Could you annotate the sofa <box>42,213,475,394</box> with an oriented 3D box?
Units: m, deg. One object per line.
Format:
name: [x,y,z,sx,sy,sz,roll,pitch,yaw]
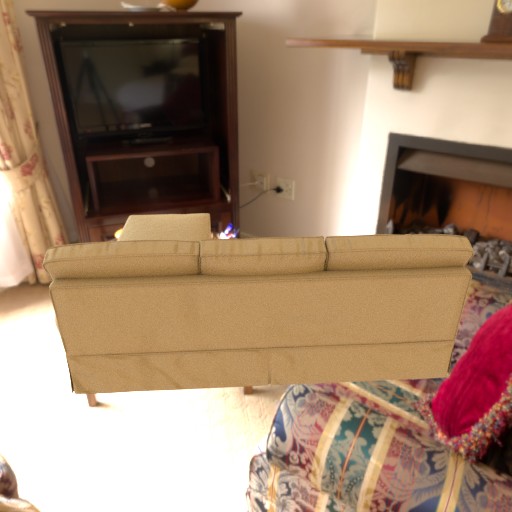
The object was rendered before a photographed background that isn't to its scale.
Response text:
sofa: [0.000,0.000,3.348,2.475,0.978,1.733,-2,28,-3]
